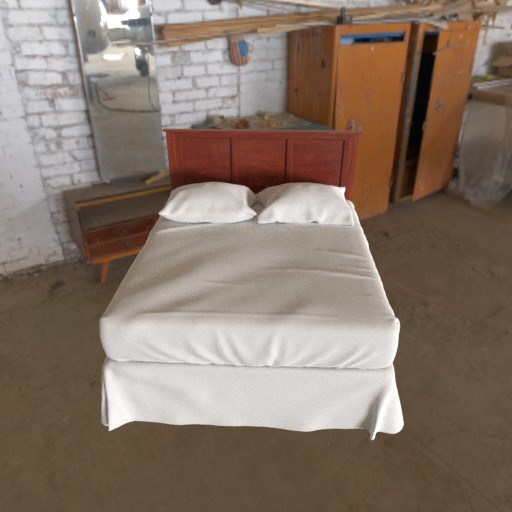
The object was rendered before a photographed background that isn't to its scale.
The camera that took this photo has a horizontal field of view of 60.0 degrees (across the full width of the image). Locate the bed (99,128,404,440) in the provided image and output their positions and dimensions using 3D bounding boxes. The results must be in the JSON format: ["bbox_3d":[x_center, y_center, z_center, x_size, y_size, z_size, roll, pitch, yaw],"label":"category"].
[{"bbox_3d":[0.000,0.000,3.125,1.870,1.270,2.050,1,30,2],"label":"bed"}]
